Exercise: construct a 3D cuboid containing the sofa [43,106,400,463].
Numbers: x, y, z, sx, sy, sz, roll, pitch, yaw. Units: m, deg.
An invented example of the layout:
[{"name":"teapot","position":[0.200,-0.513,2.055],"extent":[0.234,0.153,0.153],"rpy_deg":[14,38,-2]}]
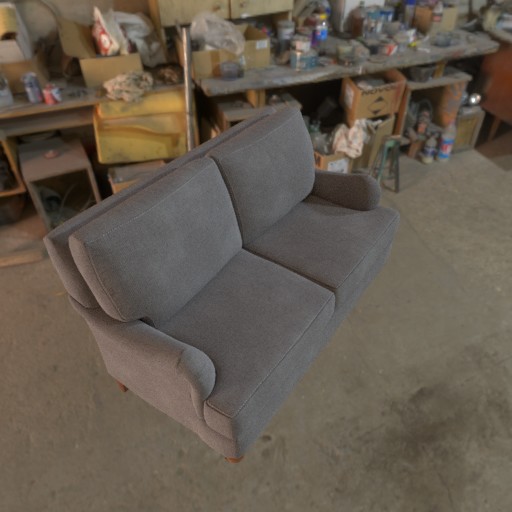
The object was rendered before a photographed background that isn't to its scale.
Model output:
[{"name":"sofa","position":[0.000,0.000,2.545],"extent":[1.084,1.101,1.853],"rpy_deg":[25,46,26]}]
